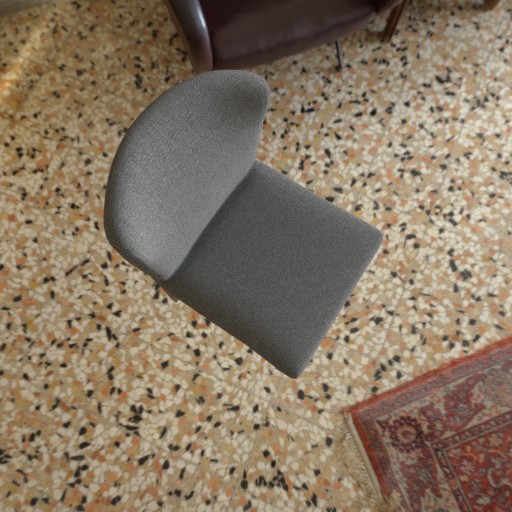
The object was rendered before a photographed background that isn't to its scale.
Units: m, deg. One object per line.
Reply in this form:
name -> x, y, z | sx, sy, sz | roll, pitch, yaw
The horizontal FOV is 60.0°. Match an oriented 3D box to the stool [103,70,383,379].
stool -> 0.000, 0.000, 1.296 | 0.568, 0.968, 0.479 | 33, 77, 8
